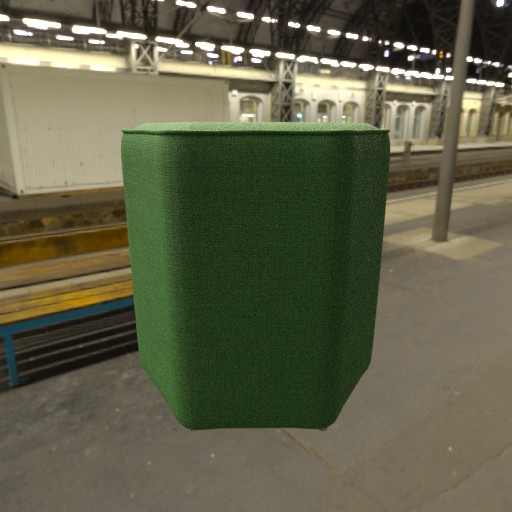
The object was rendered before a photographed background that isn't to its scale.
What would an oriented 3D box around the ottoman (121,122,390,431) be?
[{"bbox_3d":[0.000,0.000,0.882,0.444,0.507,0.499,9,18,28],"label":"ottoman"}]
